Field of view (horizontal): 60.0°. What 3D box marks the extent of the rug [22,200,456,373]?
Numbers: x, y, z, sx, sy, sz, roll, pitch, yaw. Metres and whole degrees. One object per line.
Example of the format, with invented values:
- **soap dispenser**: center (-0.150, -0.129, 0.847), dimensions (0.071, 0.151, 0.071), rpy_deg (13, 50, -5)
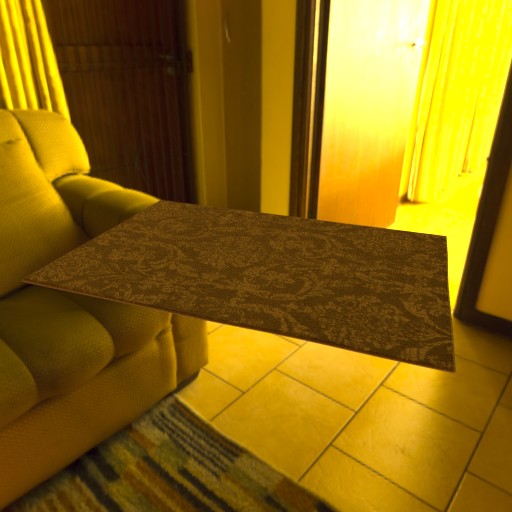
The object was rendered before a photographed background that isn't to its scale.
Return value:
- **rug**: center (0.000, 0.000, 2.236), dimensions (1.824, 0.012, 1.206), rpy_deg (9, 27, 18)
